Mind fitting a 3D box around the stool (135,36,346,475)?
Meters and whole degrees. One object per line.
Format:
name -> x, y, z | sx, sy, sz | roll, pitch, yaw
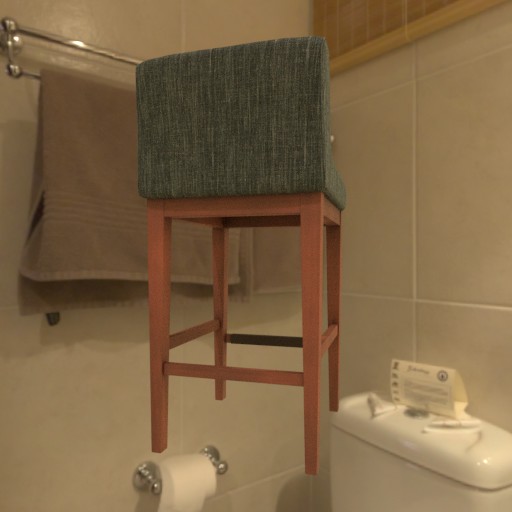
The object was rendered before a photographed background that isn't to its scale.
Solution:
stool -> 0.000, 0.000, 1.070 | 0.395, 0.835, 0.459 | 0, 0, 17
